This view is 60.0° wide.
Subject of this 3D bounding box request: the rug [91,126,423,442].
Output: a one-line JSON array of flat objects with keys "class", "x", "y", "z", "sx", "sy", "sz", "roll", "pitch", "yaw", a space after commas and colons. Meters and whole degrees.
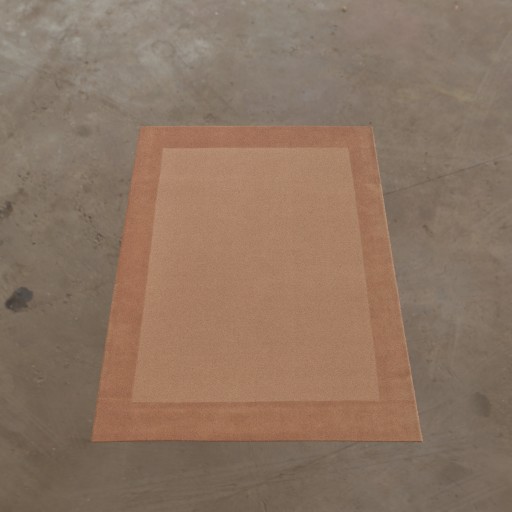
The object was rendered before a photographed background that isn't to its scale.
[{"class": "rug", "x": 0.000, "y": 0.000, "z": 3.934, "sx": 2.431, "sy": 0.021, "sz": 3.057, "roll": 0, "pitch": 63, "yaw": 0}]
